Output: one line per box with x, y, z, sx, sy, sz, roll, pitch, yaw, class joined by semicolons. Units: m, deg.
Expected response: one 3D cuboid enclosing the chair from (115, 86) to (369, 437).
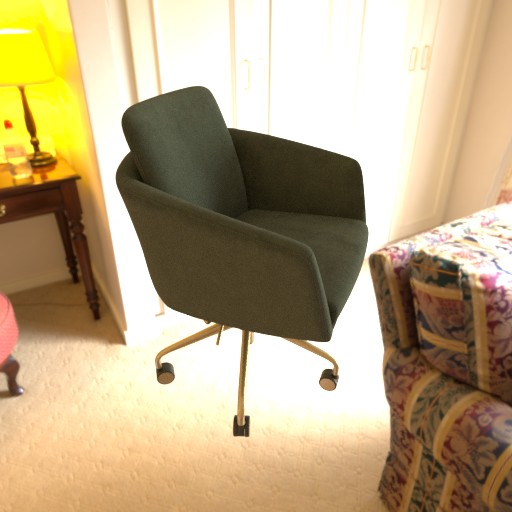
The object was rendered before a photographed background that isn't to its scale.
0.000;0.000;1.356;0.635;0.908;0.641;11;32;18;chair
